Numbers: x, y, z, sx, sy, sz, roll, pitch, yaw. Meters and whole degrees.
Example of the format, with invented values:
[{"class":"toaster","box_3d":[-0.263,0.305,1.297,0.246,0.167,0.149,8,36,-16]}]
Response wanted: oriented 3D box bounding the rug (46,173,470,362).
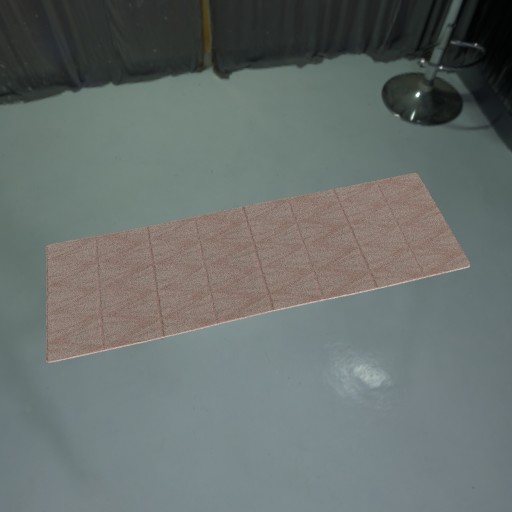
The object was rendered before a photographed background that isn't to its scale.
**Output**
[{"class":"rug","box_3d":[0.000,0.000,2.648,2.435,0.015,0.760,-12,59,-7]}]
